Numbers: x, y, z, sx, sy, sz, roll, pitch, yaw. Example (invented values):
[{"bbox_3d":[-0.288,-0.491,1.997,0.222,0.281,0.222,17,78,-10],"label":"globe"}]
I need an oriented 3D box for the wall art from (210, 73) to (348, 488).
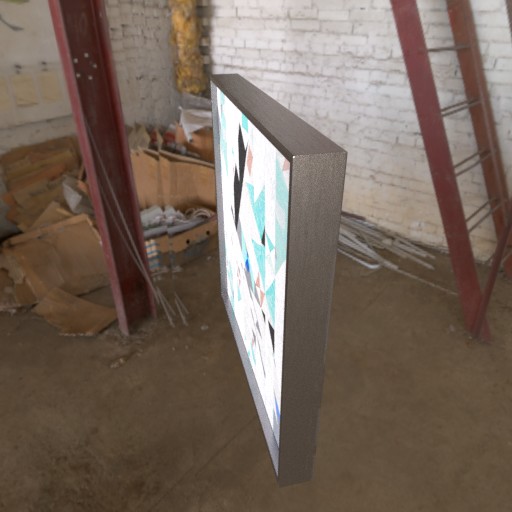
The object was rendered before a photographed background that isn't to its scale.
[{"bbox_3d":[0.000,0.000,0.518,0.038,0.350,0.350,-7,31,-12],"label":"wall art"}]
